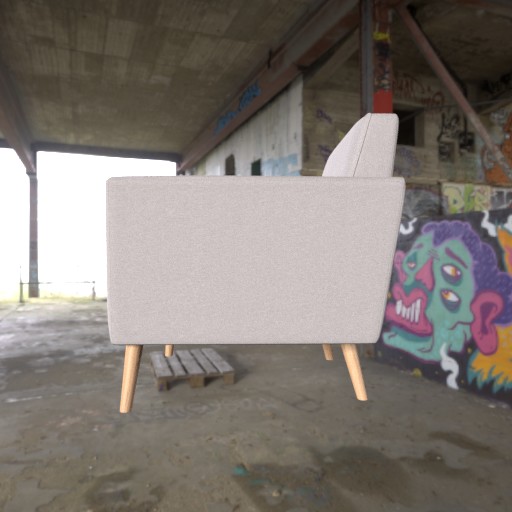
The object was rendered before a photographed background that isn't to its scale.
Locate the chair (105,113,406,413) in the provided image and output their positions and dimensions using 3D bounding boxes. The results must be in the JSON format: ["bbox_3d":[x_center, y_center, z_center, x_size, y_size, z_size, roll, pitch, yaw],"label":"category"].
[{"bbox_3d":[0.000,0.000,1.434,0.750,0.780,0.780,0,0,-1],"label":"chair"}]
